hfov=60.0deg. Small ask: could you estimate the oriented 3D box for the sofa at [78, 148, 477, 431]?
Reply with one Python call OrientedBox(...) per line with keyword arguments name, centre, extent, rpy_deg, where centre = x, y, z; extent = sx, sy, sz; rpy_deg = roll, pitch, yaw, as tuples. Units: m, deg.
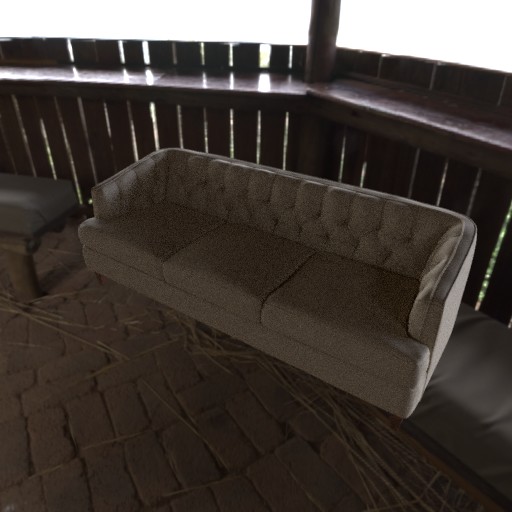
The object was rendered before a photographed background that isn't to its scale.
OrientedBox(name="sofa", centre=(0.000, 0.000, 2.644), extent=(2.235, 0.788, 0.913), rpy_deg=(19, 35, 30))
